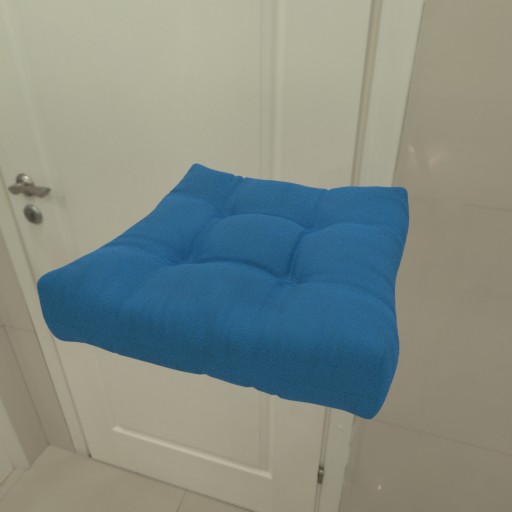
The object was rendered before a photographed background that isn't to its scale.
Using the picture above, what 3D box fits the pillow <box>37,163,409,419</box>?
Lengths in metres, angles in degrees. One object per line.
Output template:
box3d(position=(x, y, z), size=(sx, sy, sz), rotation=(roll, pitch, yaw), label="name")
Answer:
box3d(position=(0.000, 0.000, 0.726), size=(0.468, 0.128, 0.490), rotation=(10, 32, 16), label="pillow")
